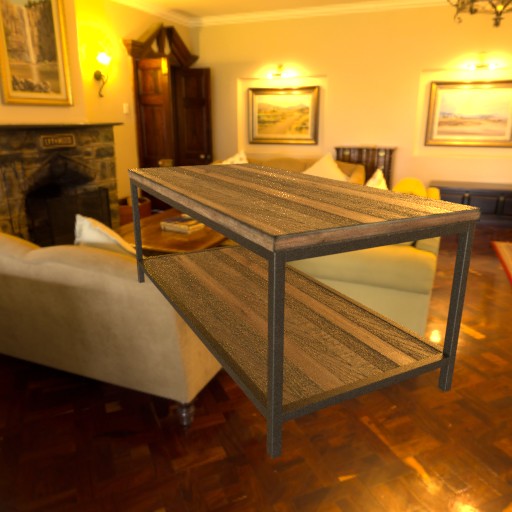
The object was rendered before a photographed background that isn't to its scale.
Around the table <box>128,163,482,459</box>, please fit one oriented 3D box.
[{"bbox_3d":[0.000,0.000,1.219,0.452,0.399,0.990,-9,19,-26],"label":"table"}]
